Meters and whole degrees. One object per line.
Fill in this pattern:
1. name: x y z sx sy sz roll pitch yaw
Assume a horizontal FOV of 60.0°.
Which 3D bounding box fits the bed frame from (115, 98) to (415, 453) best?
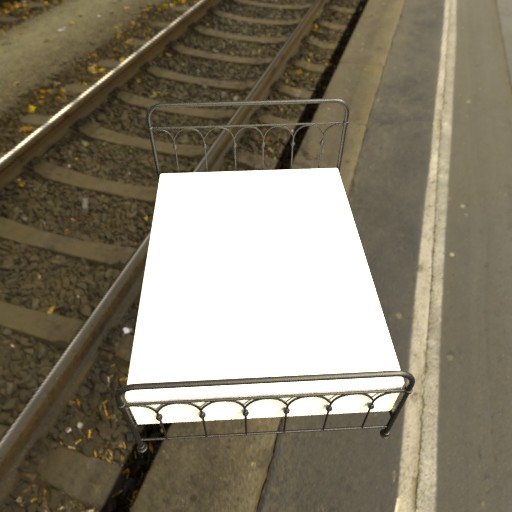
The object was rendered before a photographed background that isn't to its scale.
1. bed frame: 0.000 0.000 3.183 1.664 1.276 2.203 -2 46 -2
